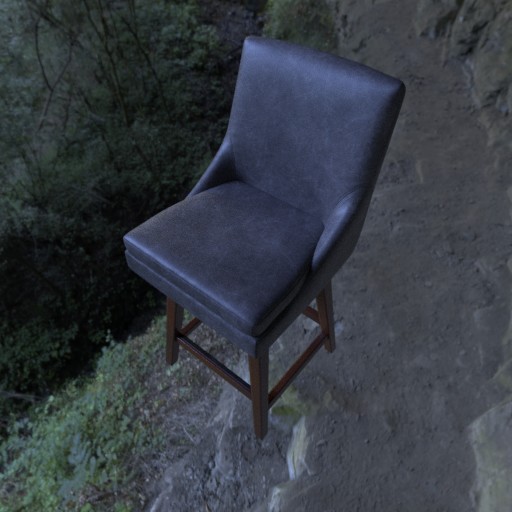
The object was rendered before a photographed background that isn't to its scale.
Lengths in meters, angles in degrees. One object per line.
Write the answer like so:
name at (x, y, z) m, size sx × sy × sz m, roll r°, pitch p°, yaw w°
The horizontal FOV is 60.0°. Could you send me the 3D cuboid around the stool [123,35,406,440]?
stool at (0.000, 0.000, 1.346) m, size 0.492 × 1.046 × 0.587 m, roll 31°, pitch 53°, yaw 26°
